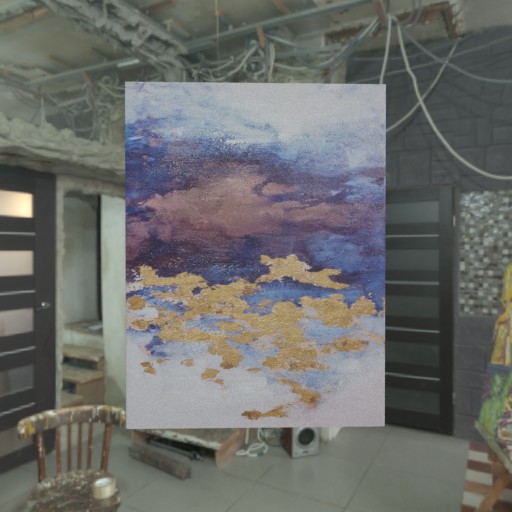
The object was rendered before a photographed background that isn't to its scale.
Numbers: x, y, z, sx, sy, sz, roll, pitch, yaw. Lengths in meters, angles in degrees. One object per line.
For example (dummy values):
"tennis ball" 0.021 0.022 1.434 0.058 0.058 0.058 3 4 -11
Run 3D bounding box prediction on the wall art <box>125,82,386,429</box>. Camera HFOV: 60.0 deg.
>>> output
"wall art" 0.000 0.000 0.763 0.437 0.581 0.036 0 1 -1
